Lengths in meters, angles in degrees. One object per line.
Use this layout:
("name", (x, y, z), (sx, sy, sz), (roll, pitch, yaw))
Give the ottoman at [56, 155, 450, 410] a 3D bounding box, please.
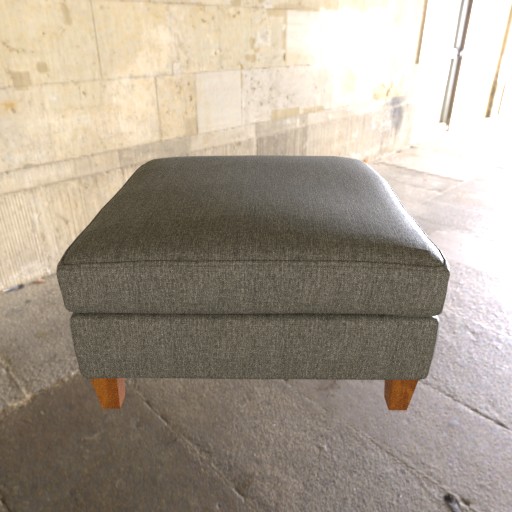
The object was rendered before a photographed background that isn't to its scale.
("ottoman", (0.000, 0.000, 1.341), (0.838, 0.481, 0.838), (0, 27, 0))
